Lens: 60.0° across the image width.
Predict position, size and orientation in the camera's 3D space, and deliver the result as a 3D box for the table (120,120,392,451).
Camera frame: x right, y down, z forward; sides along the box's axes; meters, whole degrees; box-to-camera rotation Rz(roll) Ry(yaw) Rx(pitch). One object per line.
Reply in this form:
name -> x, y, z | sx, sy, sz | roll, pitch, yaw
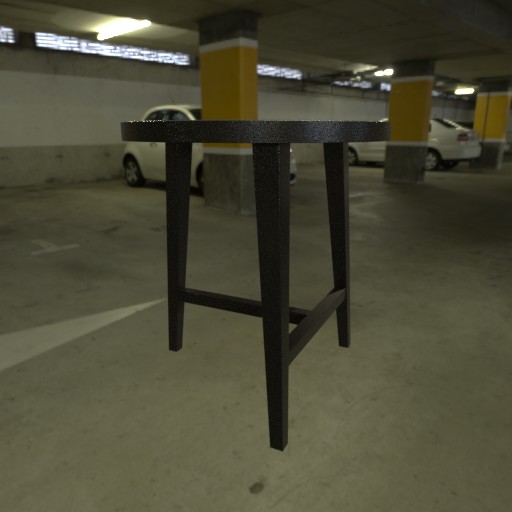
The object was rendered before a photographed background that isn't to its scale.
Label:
table -> 0.000, 0.000, 0.923 | 0.500, 0.531, 0.500 | 0, 16, 0
